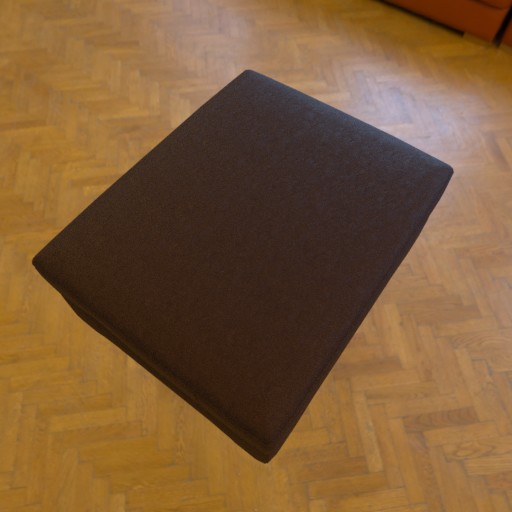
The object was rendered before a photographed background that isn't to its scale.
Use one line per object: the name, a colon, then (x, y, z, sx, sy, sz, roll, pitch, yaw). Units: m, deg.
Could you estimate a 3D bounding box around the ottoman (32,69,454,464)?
ottoman: (0.000, 0.000, 1.776, 0.967, 0.730, 1.187, 32, 65, 17)
